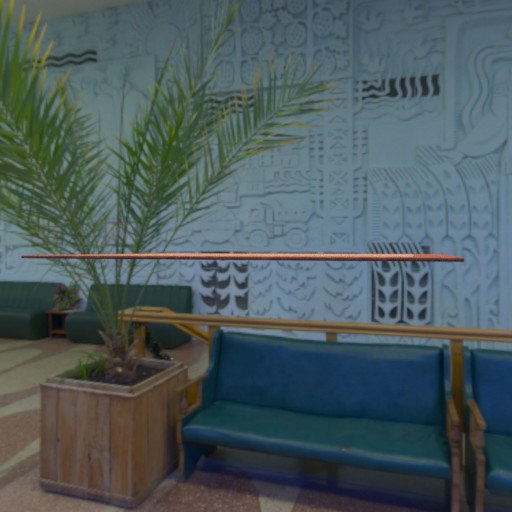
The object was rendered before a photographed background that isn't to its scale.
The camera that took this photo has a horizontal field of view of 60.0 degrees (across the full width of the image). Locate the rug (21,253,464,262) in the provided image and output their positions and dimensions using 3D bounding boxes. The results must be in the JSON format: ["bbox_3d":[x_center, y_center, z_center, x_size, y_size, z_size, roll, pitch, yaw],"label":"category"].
[{"bbox_3d":[0.000,0.000,2.279,1.829,0.014,1.219,0,1,19],"label":"rug"}]
